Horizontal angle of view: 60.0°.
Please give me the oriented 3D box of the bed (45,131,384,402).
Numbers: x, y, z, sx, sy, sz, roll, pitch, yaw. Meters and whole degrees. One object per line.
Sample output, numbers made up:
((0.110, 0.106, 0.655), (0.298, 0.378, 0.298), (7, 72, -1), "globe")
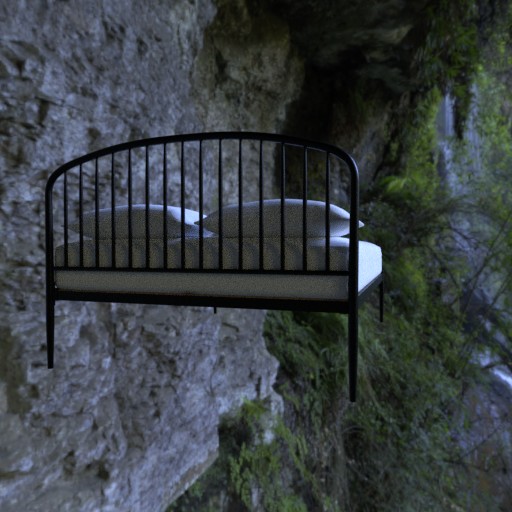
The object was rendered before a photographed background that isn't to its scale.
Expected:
((0.000, 0.000, 3.081), (1.618, 1.166, 2.159), (0, 1, 19), "bed")
